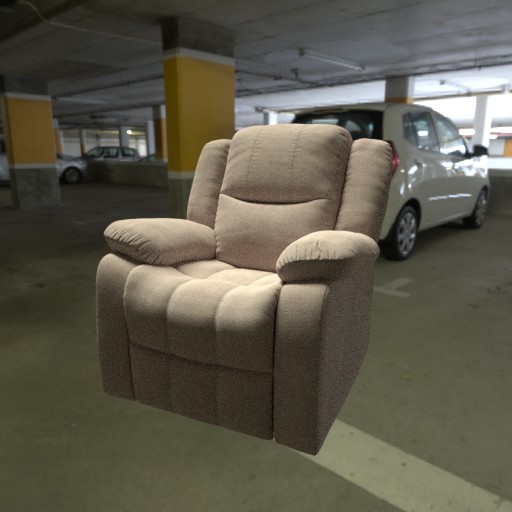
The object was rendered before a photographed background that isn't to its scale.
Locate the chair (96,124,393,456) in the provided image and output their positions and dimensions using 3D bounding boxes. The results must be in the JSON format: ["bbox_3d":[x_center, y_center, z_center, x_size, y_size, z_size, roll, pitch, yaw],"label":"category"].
[{"bbox_3d":[0.000,0.000,1.701,0.899,1.008,0.944,6,14,24],"label":"chair"}]
